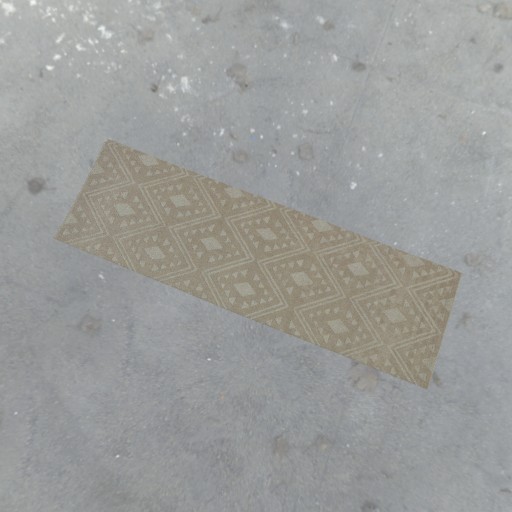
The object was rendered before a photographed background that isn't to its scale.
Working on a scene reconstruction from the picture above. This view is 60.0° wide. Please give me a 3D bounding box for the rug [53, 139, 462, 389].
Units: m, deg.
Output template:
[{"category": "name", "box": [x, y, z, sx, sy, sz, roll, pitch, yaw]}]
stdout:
[{"category": "rug", "box": [0.000, 0.000, 2.770, 2.452, 0.051, 0.752, 21, 77, 5]}]
